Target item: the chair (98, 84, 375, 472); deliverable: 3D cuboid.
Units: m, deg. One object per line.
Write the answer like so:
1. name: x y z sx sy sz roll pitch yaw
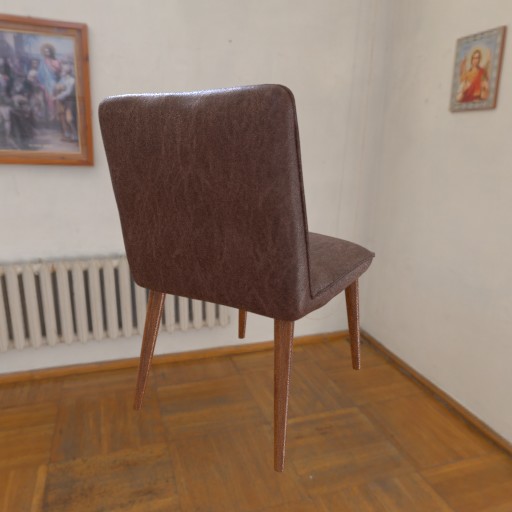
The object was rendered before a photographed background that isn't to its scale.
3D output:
1. chair: 0.000 0.000 1.206 0.543 0.803 0.645 7 16 26
